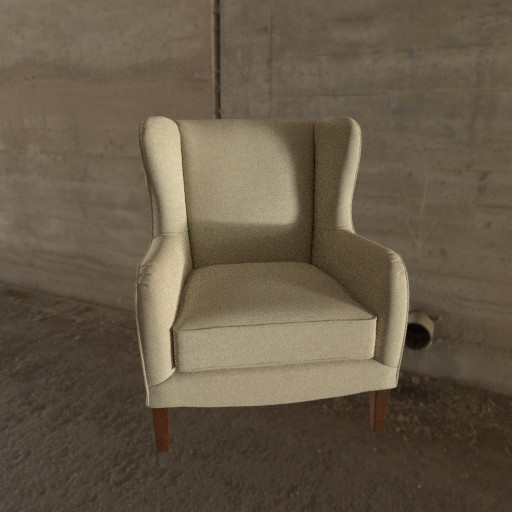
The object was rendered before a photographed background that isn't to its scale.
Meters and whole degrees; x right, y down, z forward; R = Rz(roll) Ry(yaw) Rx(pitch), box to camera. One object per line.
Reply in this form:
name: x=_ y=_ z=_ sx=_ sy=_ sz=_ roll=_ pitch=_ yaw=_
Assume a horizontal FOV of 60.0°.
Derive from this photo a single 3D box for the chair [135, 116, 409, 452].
chair: x=0.000 y=0.000 z=1.724 sx=0.838 sy=1.040 sz=0.966 roll=-2 pitch=17 yaw=-7
